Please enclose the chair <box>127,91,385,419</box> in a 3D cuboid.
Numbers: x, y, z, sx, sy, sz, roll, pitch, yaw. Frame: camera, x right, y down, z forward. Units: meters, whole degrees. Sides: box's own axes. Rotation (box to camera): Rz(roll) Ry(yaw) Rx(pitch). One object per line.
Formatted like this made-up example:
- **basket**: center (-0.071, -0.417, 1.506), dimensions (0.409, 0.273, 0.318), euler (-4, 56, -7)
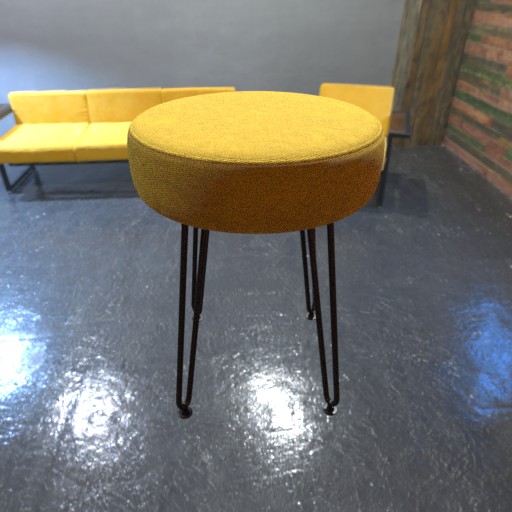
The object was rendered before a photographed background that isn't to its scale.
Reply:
- **chair**: center (0.000, 0.000, 0.711), dimensions (0.345, 0.455, 0.345), euler (-1, 32, -1)
